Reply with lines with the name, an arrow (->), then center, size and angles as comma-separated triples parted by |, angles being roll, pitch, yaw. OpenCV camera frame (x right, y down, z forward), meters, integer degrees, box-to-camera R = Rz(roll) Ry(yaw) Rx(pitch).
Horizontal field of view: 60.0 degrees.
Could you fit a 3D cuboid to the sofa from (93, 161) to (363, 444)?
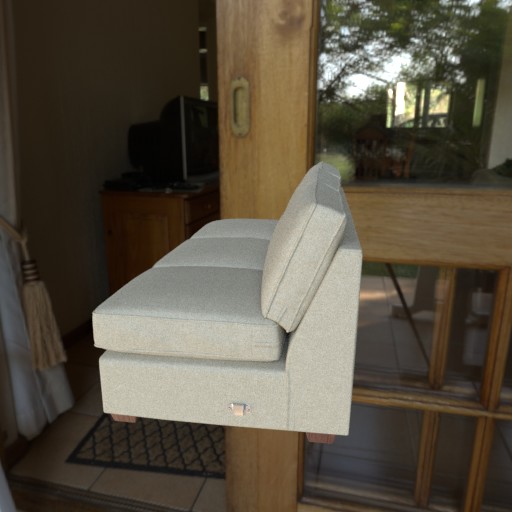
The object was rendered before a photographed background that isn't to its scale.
sofa -> 0.000, 0.000, 2.543 | 1.027, 0.973, 1.962 | 2, 15, 8
